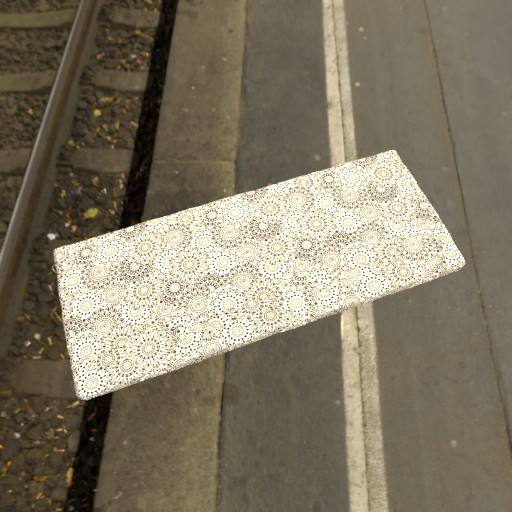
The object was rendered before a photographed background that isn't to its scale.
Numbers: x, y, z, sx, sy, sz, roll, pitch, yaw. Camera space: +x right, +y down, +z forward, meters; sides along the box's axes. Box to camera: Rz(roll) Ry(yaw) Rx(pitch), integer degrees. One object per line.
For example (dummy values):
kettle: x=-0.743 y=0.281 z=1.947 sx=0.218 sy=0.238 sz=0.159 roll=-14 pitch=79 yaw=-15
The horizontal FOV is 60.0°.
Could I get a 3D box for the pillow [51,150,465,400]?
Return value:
pillow: x=0.000 y=0.000 z=1.337 sx=1.187 sy=0.081 sz=0.492 roll=-18 pitch=65 yaw=-9
